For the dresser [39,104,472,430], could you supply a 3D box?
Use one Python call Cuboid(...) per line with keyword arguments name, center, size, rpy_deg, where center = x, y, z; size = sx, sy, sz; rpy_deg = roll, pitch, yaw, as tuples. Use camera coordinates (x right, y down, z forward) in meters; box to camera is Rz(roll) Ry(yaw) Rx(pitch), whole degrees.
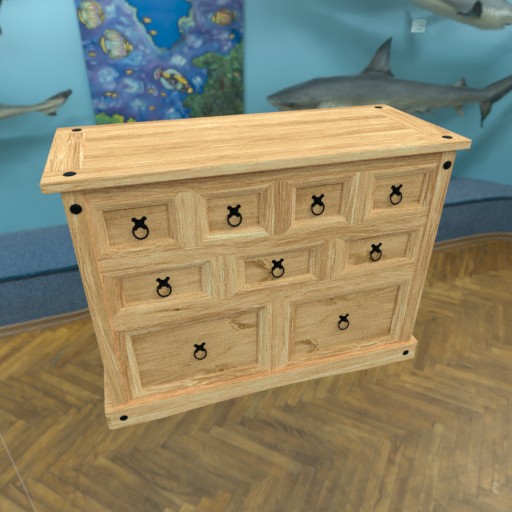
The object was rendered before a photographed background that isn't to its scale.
Cuboid(name="dresser", center=(0.000, 0.000, 1.328), size=(0.990, 0.740, 0.410), rpy_deg=(-9, 32, -14))
